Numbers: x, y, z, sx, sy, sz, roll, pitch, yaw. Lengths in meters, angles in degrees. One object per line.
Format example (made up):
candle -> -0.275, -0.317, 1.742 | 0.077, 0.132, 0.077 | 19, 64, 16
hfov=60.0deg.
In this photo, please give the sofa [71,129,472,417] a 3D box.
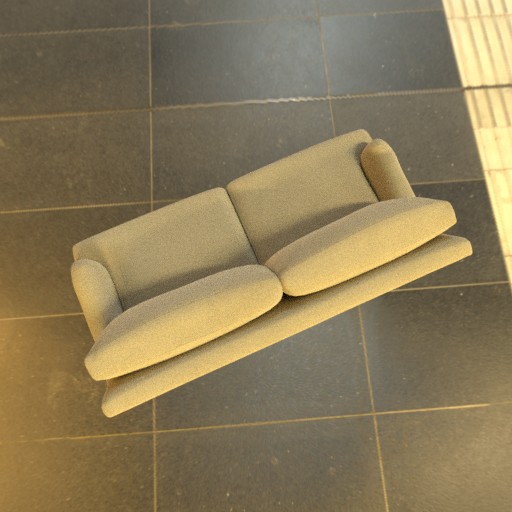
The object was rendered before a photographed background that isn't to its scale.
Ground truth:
sofa -> 0.000, 0.000, 2.689 | 2.070, 0.997, 1.091 | -23, 75, -6
